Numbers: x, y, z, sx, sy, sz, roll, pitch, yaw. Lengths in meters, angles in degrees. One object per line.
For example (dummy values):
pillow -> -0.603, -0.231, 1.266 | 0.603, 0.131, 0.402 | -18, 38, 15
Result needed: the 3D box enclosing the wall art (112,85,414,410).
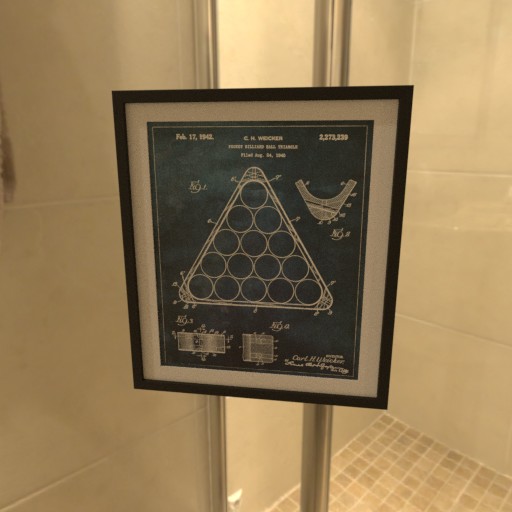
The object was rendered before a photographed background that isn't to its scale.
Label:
wall art -> 0.000, 0.000, 1.213 | 0.755, 0.863, 0.028 | 2, 14, 8
